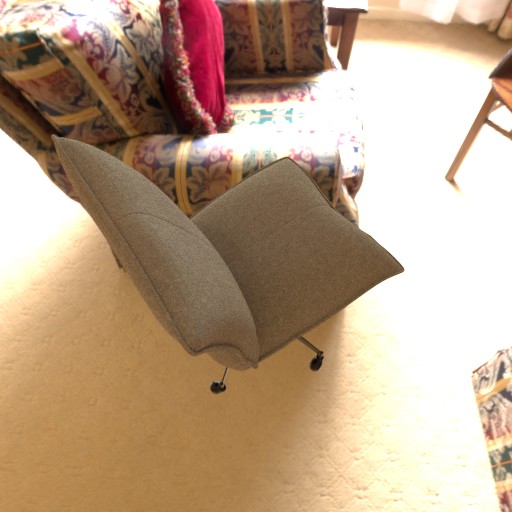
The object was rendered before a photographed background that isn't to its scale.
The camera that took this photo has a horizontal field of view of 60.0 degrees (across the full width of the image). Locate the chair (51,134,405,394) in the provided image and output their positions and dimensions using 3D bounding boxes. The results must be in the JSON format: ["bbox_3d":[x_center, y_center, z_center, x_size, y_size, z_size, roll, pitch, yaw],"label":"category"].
[{"bbox_3d":[0.000,0.000,1.262,0.696,0.811,0.597,-30,62,-18],"label":"chair"}]
